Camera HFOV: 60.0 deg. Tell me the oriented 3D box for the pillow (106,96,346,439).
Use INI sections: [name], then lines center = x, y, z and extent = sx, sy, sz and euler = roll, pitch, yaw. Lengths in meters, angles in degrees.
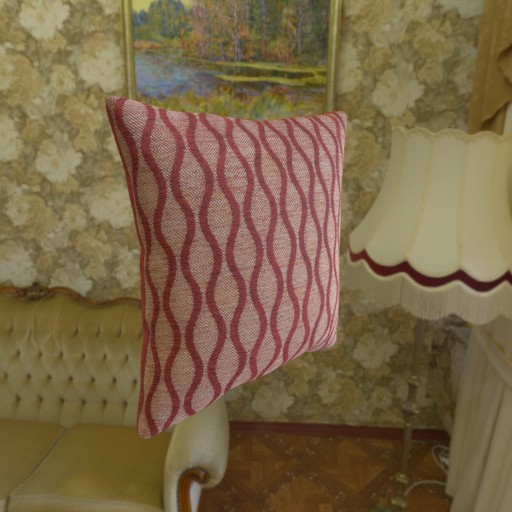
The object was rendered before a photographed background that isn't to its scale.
[pillow]
center = 0.000, 0.000, 0.665
extent = 0.429, 0.434, 0.159
euler = -14, 20, -43
